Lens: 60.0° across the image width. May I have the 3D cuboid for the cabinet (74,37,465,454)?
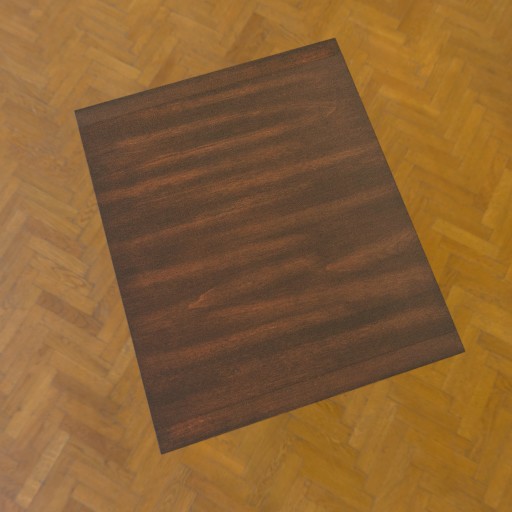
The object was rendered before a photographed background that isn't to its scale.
[{"bbox_3d":[0.000,0.000,0.825,0.402,0.455,0.500,-17,78,-4],"label":"cabinet"}]
